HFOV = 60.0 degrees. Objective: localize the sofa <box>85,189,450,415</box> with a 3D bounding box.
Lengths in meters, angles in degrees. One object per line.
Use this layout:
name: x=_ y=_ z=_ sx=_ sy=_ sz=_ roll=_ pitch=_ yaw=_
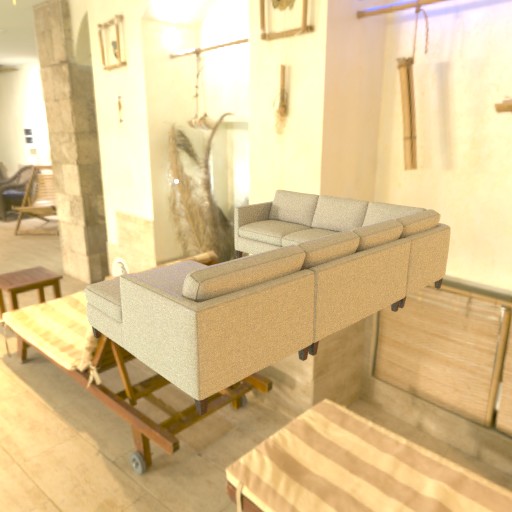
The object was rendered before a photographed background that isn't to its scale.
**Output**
sofa: x=0.000 y=0.000 z=4.531 sx=3.403 sy=0.889 sz=2.551 roll=-15 pitch=21 yaw=-42
